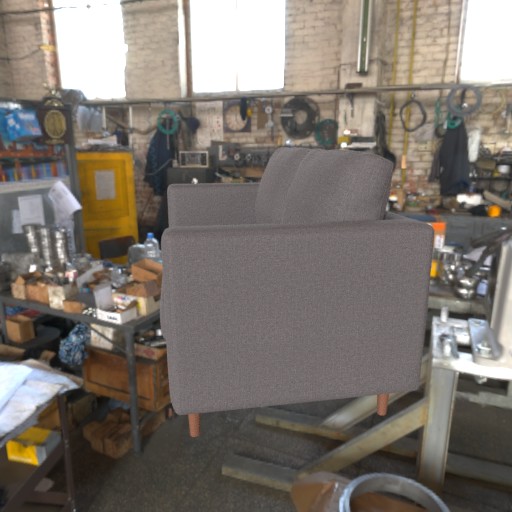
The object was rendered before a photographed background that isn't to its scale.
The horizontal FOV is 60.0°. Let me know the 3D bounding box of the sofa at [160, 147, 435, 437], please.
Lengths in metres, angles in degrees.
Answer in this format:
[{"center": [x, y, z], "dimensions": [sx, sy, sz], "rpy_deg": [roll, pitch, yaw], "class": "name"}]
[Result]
[{"center": [0.000, 0.000, 1.922], "dimensions": [0.796, 0.908, 1.430], "rpy_deg": [-3, 15, -10], "class": "sofa"}]
